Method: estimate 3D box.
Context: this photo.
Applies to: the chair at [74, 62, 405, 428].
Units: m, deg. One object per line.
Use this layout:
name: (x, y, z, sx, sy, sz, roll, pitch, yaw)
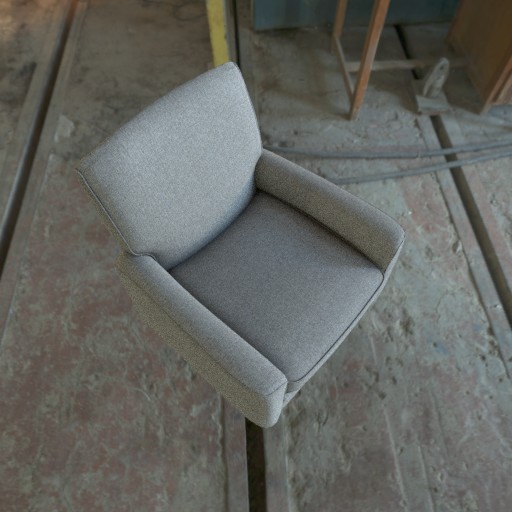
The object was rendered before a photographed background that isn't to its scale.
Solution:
chair: (0.000, 0.000, 1.674, 0.864, 1.014, 0.848, 37, 65, 20)
